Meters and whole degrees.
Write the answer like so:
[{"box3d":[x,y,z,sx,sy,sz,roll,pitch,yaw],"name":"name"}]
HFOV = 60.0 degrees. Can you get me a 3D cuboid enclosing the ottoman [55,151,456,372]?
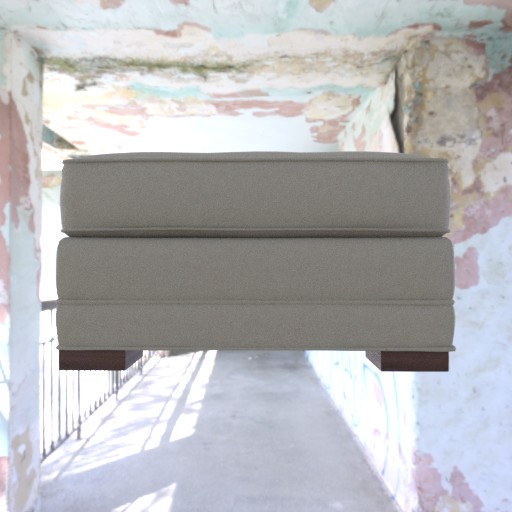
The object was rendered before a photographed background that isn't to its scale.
[{"box3d":[0.000,0.000,1.199,0.848,0.482,0.611,0,-1,1],"name":"ottoman"}]
